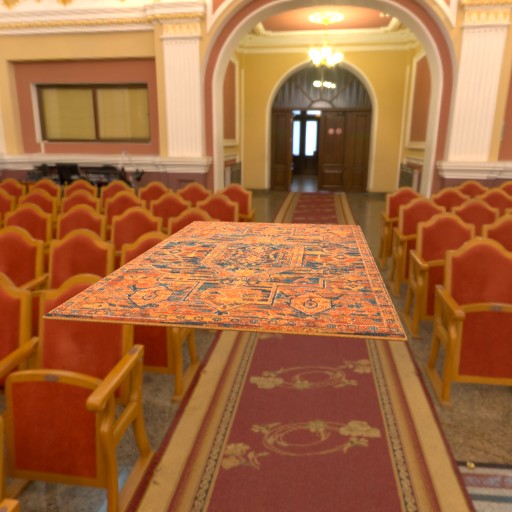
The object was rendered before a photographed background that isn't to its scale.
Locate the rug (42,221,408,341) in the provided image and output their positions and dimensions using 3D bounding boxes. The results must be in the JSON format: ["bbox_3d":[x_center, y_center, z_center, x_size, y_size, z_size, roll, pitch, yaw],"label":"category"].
[{"bbox_3d":[0.000,0.000,1.072,0.557,0.008,0.863,2,15,8],"label":"rug"}]
